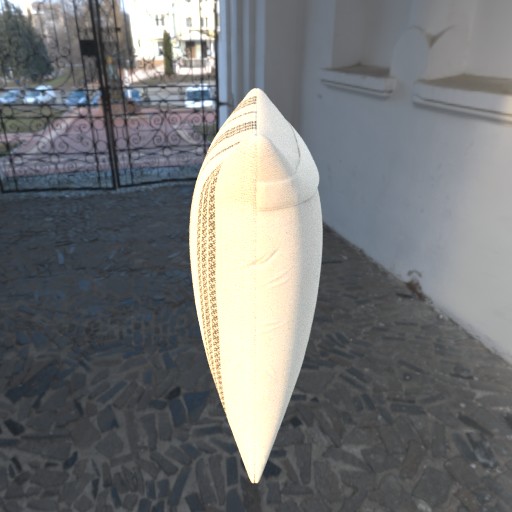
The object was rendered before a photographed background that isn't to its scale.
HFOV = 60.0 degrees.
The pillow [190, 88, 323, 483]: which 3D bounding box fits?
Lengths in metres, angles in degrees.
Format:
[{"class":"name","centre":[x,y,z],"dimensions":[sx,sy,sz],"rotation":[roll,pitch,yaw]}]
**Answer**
[{"class":"pillow","centre":[0.000,0.000,0.618],"dimensions":[0.173,0.406,0.405],"rotation":[0,26,0]}]
